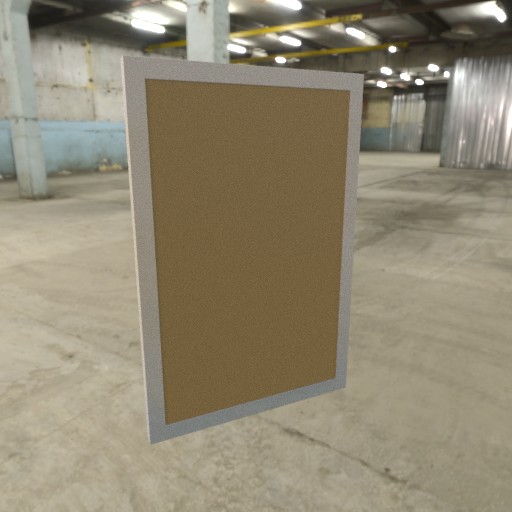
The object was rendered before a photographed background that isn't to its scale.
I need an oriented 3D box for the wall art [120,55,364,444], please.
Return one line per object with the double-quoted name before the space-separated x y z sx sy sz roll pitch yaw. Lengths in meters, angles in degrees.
"wall art" 0.000 0.000 1.440 0.764 1.143 0.038 -7 16 -25
